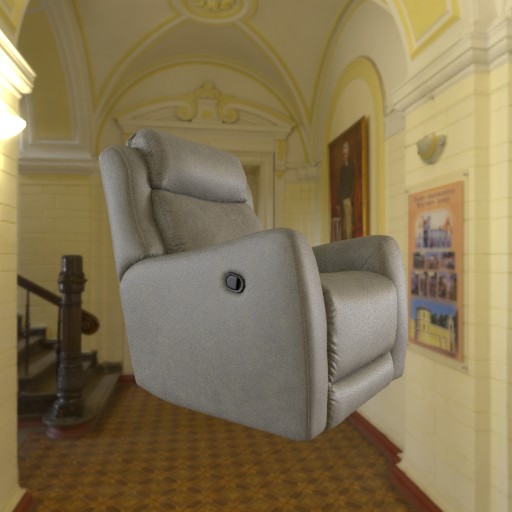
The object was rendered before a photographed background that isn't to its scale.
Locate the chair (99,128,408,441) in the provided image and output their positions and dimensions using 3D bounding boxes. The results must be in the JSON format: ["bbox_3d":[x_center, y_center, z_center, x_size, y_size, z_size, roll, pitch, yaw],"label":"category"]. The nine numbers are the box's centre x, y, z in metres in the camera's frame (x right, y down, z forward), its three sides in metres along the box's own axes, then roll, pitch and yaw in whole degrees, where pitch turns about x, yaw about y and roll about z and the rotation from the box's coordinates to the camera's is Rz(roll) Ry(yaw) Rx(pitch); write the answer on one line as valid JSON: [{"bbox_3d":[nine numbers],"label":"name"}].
[{"bbox_3d":[0.000,0.000,1.938,1.068,1.116,0.965,0,0,36],"label":"chair"}]
